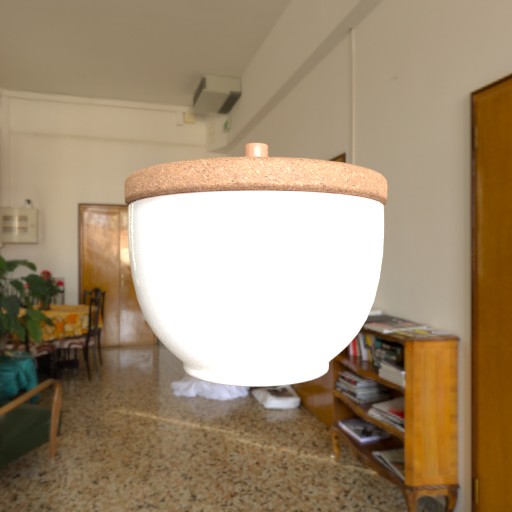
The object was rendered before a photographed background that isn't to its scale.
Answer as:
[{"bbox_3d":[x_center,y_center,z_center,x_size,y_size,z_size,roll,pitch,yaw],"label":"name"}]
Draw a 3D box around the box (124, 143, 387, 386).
[{"bbox_3d":[0.000,0.000,0.188,0.107,0.094,0.107,0,0,0],"label":"box"}]
